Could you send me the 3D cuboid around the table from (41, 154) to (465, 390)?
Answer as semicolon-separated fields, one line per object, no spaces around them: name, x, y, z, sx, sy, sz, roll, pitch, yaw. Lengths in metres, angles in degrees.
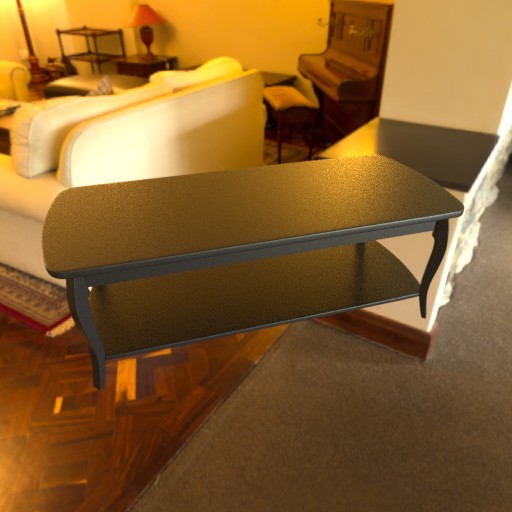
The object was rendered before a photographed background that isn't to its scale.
table;0.000;0.000;1.611;1.333;0.457;0.571;-9;33;-14
